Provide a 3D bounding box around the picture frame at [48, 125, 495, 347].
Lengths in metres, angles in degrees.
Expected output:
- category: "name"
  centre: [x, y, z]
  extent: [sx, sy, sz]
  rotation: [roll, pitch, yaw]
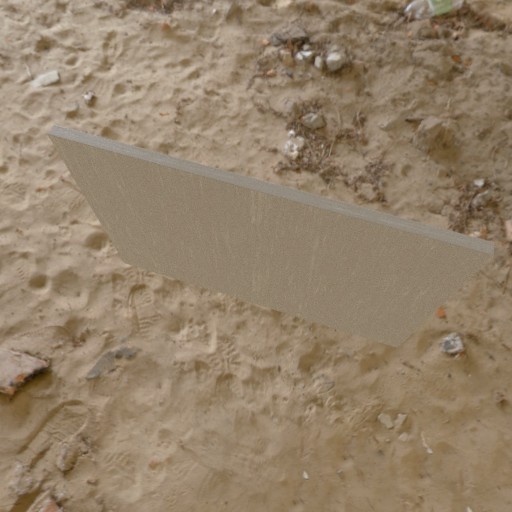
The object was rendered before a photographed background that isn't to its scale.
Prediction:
- category: "picture frame"
  centre: [0.000, 0.000, 1.191]
  extent: [0.950, 0.640, 0.029]
  rotation: [16, 64, 8]
